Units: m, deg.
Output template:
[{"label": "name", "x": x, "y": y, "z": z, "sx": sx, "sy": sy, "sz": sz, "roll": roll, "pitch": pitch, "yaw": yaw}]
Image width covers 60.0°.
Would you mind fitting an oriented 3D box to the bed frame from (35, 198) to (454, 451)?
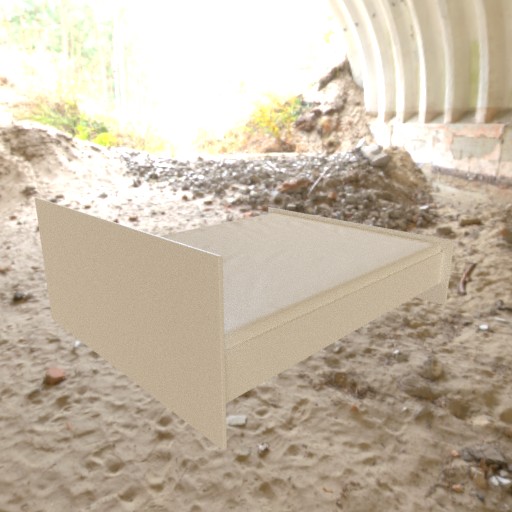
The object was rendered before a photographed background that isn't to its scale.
[{"label": "bed frame", "x": 0.000, "y": 0.000, "z": 2.899, "sx": 2.060, "sy": 0.800, "sz": 1.720, "roll": -16, "pitch": 23, "yaw": -42}]
